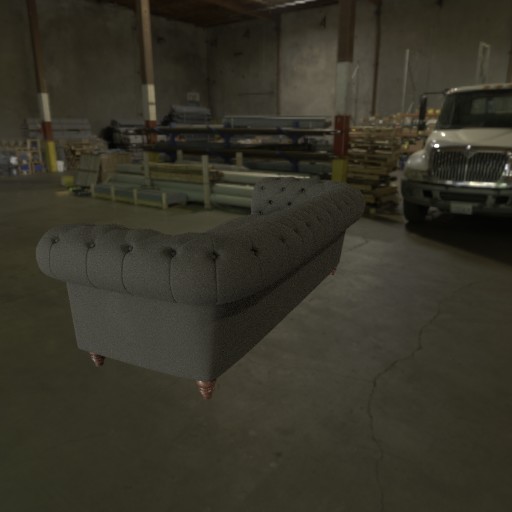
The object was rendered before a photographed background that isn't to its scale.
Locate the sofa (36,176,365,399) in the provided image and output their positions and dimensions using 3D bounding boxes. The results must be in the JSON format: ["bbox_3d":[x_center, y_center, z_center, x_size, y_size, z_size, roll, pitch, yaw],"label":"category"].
[{"bbox_3d":[0.000,0.000,2.752,0.991,0.762,2.362,8,18,25],"label":"sofa"}]
